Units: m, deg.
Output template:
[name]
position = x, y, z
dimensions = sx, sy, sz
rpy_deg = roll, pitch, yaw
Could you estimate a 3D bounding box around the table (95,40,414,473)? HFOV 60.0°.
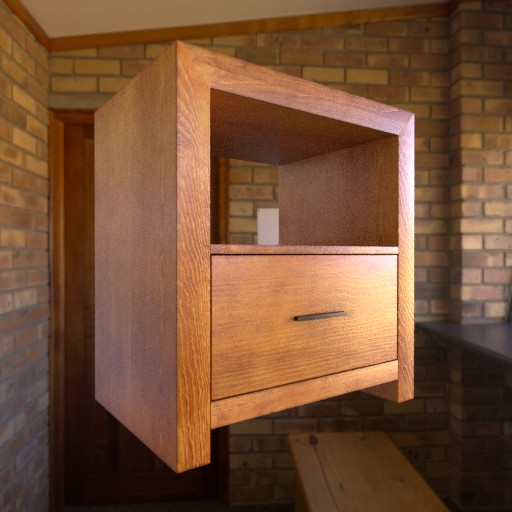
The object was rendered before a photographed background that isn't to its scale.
[table]
position = 0.000, 0.000, 0.934
dimensions = 0.550, 0.605, 0.400
rpy_deg = 0, 0, -36
